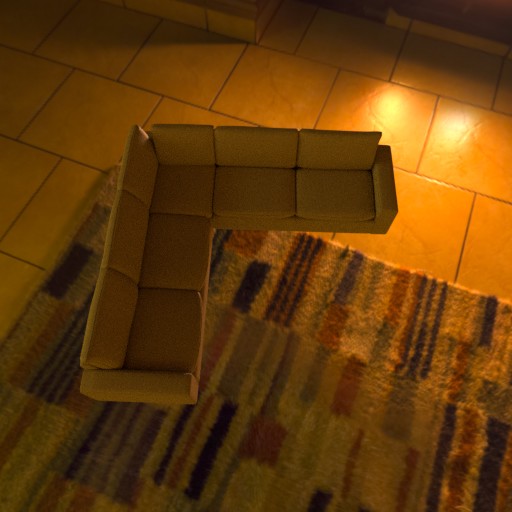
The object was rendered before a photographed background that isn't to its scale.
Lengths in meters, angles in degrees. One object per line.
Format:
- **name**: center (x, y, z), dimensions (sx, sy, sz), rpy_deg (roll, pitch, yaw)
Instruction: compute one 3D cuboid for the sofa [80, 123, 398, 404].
- **sofa**: center (0.000, 0.000, 4.179), dimensions (2.742, 0.800, 2.622), rpy_deg (2, 64, 1)
